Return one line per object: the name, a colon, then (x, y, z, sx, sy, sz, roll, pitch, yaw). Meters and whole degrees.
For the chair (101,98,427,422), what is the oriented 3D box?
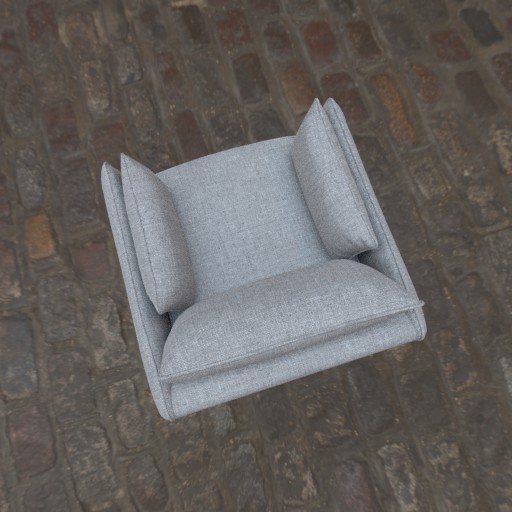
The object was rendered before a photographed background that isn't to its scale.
chair: (0.000, 0.000, 1.734, 0.993, 0.839, 0.976, -17, 77, -4)
